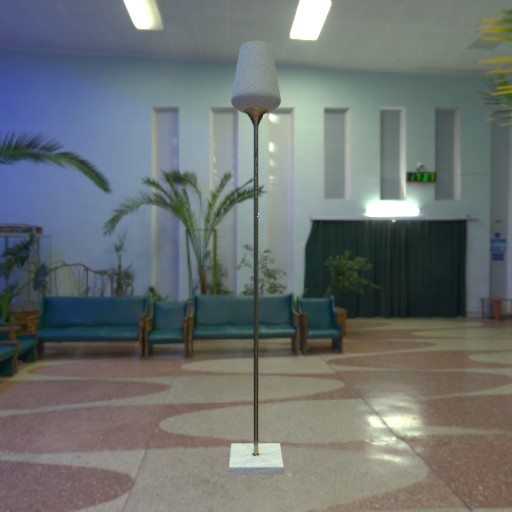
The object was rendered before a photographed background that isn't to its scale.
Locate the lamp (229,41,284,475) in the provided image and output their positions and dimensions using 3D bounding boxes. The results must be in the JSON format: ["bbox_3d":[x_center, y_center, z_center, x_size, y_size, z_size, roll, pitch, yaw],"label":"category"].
[{"bbox_3d":[0.000,0.000,1.946,0.229,1.813,0.232,0,0,-1],"label":"lamp"}]
